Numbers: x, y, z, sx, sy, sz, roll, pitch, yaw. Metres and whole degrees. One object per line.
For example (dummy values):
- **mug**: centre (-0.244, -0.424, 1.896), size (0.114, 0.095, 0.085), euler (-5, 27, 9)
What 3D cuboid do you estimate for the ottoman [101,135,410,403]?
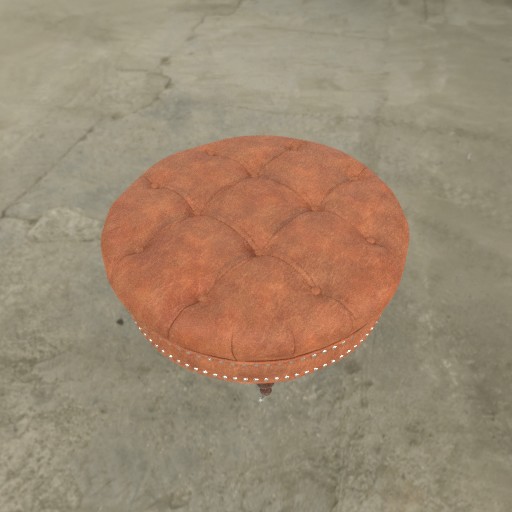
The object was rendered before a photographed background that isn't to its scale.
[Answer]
- **ottoman**: centre (0.000, 0.000, 1.424), size (0.901, 0.444, 0.901), euler (0, 46, 0)
